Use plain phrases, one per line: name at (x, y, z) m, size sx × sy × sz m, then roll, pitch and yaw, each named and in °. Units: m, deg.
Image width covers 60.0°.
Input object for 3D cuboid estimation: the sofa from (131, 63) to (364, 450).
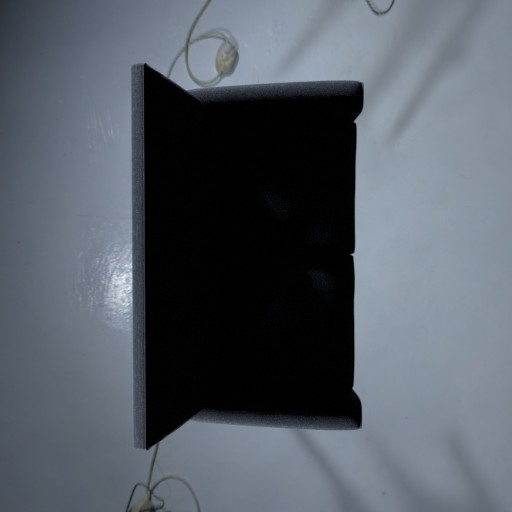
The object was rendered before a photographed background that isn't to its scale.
sofa at (0.000, 0.000, 1.954) m, size 0.875 × 0.846 × 1.420 m, roll 0°, pitch 91°, yaw -1°
